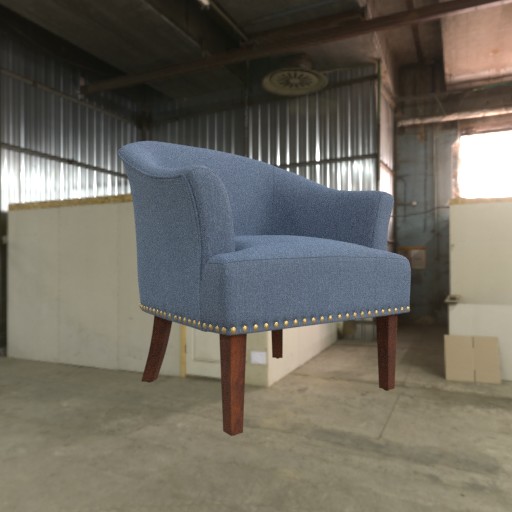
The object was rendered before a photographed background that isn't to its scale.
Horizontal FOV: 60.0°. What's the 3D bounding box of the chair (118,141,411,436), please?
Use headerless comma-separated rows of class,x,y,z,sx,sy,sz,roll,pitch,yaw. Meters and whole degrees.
chair,0.000,0.000,1.424,0.772,0.815,0.704,0,0,-37
